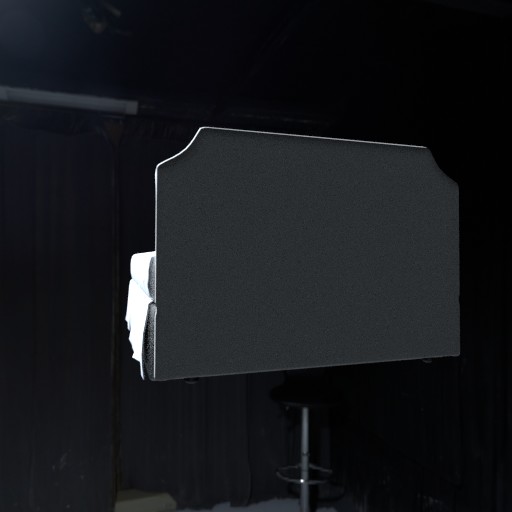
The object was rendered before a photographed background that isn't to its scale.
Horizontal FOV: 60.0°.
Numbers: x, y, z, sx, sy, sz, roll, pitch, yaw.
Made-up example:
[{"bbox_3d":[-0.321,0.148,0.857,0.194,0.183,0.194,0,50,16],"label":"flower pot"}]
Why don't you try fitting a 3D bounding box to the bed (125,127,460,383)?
[{"bbox_3d":[0.000,0.000,3.593,1.977,1.293,2.498,0,0,-18],"label":"bed"}]
